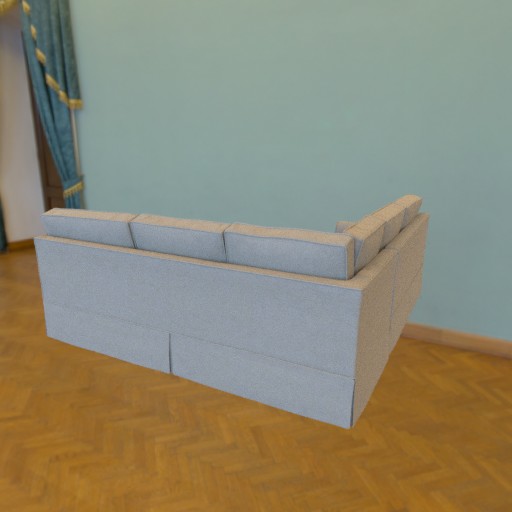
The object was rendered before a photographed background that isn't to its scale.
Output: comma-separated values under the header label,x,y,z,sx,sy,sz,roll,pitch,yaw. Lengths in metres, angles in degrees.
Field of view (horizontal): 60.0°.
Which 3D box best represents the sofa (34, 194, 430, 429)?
label,x,y,z,sx,sy,sz,roll,pitch,yaw
sofa,0.000,0.000,4.214,2.733,1.124,2.730,8,17,27
